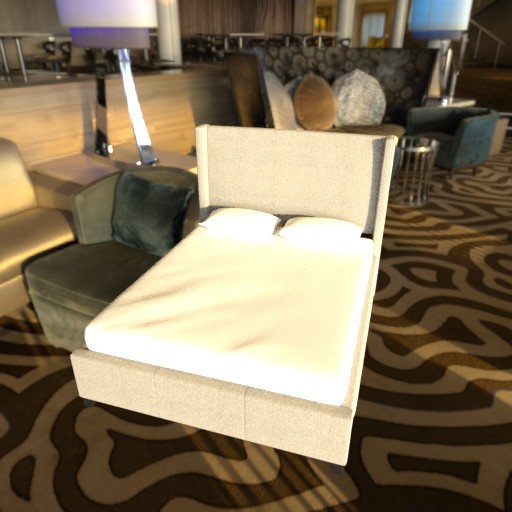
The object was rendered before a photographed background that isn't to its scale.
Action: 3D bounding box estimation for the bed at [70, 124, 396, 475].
[{"bbox_3d":[0.000,0.000,3.352,1.774,1.491,2.222,8,28,16],"label":"bed"}]
